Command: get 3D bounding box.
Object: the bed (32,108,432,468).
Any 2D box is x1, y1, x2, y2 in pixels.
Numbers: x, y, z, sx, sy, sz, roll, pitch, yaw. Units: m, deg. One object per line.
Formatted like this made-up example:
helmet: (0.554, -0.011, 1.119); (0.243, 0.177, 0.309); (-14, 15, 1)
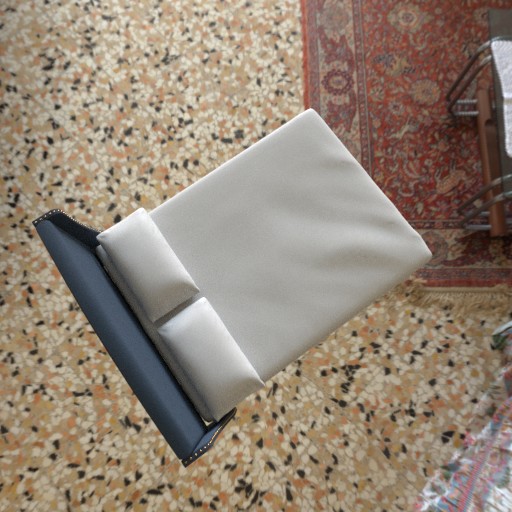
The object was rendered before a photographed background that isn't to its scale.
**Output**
bed: (0.000, 0.000, 3.299); (2.237, 1.407, 1.710); (-35, 79, -7)
